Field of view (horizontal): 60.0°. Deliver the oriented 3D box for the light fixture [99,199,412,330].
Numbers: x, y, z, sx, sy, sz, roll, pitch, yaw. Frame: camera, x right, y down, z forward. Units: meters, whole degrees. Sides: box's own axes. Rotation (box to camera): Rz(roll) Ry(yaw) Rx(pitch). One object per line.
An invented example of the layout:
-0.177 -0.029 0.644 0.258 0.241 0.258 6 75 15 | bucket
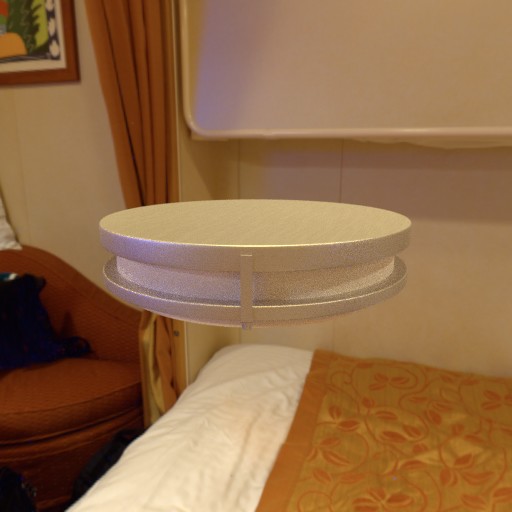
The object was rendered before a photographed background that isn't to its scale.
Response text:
0.000 0.000 0.543 0.356 0.102 0.356 0 13 0 | light fixture
